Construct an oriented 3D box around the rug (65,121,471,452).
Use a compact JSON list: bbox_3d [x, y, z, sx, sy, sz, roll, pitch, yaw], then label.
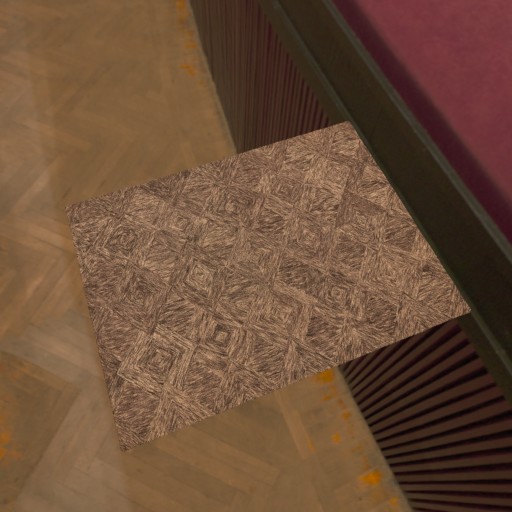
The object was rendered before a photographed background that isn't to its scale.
[{"bbox_3d":[0.000,0.000,4.224,3.204,0.017,2.448,-19,65,-9],"label":"rug"}]
